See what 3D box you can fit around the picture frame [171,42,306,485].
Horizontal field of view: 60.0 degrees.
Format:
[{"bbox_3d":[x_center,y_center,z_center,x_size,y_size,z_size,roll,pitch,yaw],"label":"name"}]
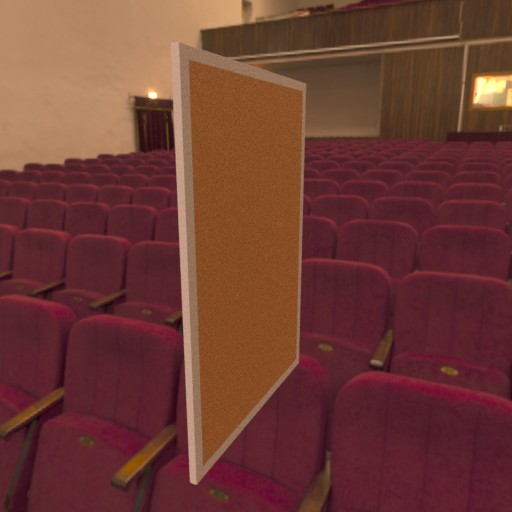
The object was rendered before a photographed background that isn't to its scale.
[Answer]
[{"bbox_3d":[0.000,0.000,0.835,0.013,0.657,0.457,7,16,26],"label":"picture frame"}]
